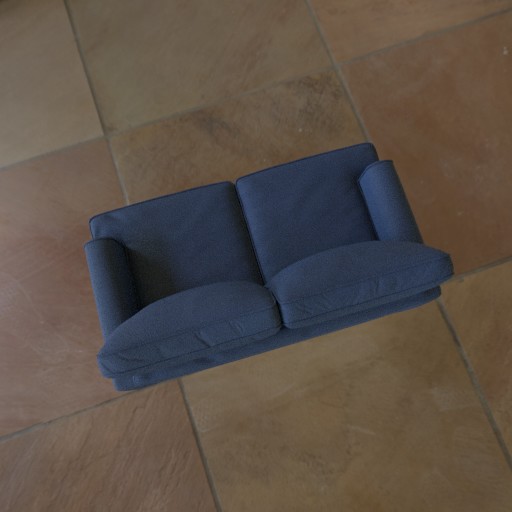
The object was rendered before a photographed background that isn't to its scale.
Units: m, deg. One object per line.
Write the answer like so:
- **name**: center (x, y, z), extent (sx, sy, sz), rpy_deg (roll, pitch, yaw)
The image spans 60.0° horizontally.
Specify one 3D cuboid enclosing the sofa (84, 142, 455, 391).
- **sofa**: center (0.000, 0.000, 2.302), extent (1.651, 0.965, 0.965), rpy_deg (-16, 78, -3)
